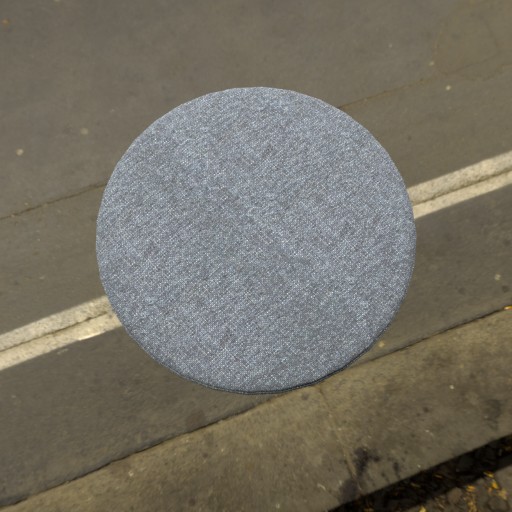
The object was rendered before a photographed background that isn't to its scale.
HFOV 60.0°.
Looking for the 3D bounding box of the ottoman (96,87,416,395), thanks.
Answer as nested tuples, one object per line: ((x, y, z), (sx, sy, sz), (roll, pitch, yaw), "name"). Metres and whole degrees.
((0.000, 0.000, 0.867), (0.500, 0.419, 0.500), (0, 76, 0), "ottoman")
